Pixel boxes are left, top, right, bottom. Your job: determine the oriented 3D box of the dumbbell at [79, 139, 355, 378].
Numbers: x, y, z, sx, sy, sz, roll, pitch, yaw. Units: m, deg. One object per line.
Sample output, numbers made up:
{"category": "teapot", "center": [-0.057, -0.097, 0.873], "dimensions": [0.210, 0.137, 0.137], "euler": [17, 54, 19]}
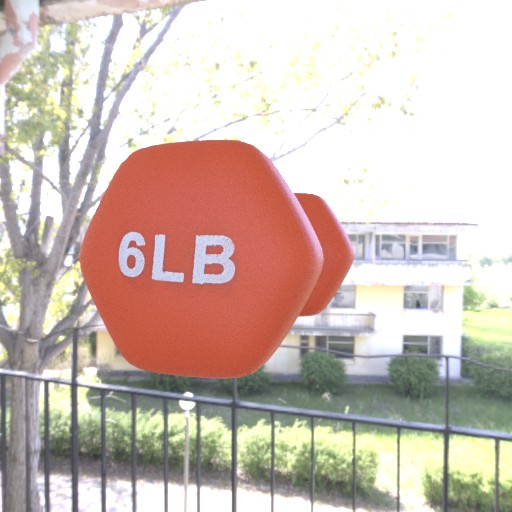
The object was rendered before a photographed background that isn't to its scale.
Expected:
{"category": "dumbbell", "center": [0.000, 0.000, 0.200], "dimensions": [0.079, 0.071, 0.162], "euler": [0, 1, 17]}
